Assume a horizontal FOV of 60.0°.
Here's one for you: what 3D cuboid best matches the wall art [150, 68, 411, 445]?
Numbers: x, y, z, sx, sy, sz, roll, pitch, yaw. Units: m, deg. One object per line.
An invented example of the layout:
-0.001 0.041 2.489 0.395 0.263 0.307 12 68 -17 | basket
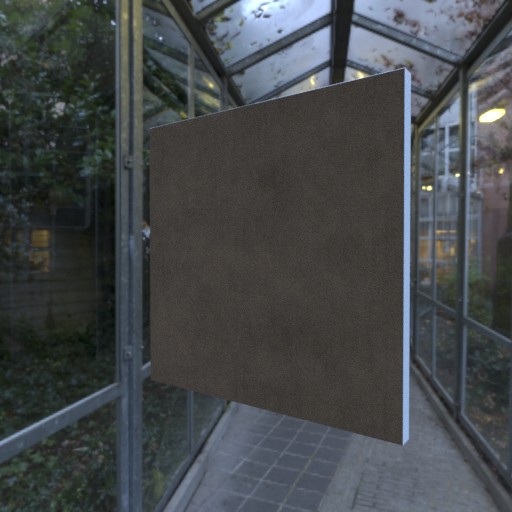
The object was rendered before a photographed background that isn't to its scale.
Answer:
0.000 0.000 0.674 0.455 0.453 0.023 1 1 36 | wall art
